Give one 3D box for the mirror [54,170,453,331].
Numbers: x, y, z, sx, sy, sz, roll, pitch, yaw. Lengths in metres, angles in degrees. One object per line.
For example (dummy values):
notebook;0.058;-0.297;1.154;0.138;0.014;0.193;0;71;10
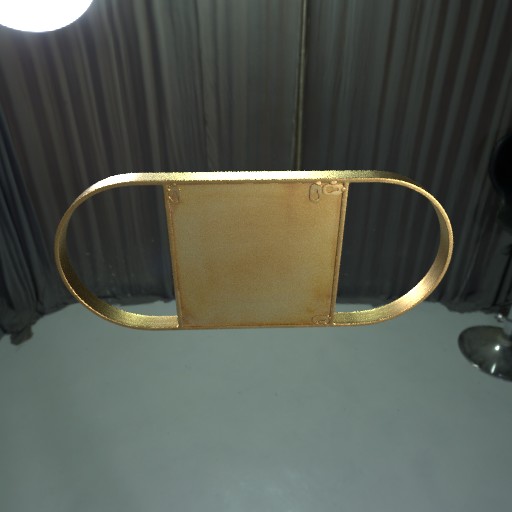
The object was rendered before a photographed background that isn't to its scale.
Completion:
mirror;0.000;0.000;0.668;0.584;0.254;0.032;-1;30;-2
